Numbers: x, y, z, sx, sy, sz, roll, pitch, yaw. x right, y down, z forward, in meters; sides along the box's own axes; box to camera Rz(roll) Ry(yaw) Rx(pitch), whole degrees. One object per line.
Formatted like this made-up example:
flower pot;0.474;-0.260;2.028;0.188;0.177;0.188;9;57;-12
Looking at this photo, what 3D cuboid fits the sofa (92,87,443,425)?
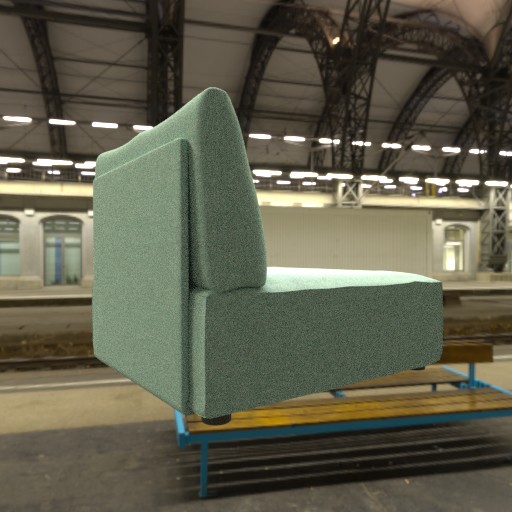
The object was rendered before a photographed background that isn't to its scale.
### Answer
sofa;0.000;0.000;1.684;1.000;0.820;0.930;0;0;-36
